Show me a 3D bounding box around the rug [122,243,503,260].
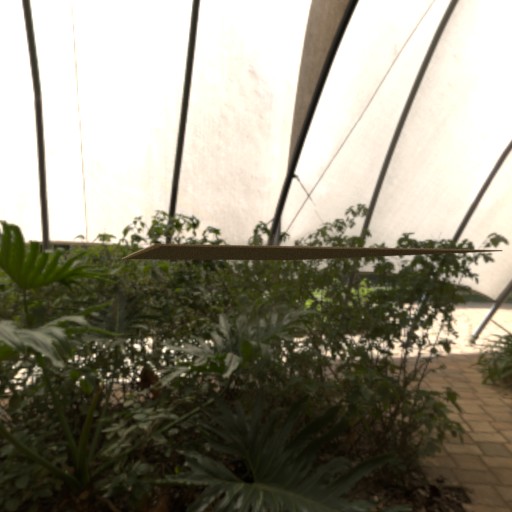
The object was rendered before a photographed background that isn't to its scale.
[{"bbox_3d":[0.000,0.000,2.794,1.523,0.006,2.289,1,-2,-19],"label":"rug"}]
